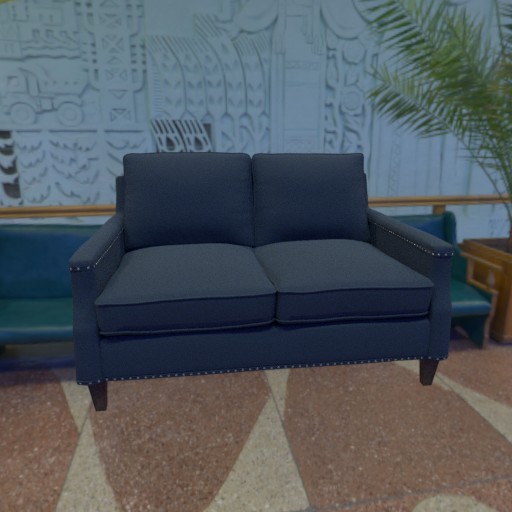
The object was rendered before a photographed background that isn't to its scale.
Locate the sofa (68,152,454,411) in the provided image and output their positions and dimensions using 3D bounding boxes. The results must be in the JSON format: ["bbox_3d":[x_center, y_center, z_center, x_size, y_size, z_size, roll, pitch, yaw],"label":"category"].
[{"bbox_3d":[0.000,0.000,2.258,1.597,1.003,1.084,-2,16,-7],"label":"sofa"}]
